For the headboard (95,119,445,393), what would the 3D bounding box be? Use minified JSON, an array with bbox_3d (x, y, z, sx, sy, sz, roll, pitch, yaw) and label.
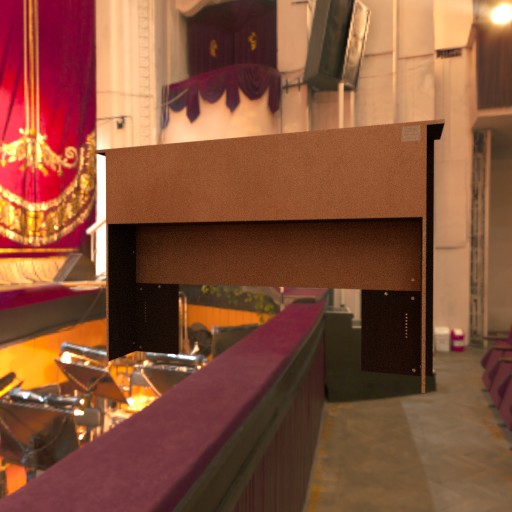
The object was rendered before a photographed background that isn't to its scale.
[{"bbox_3d":[0.000,0.000,2.160,1.671,1.092,0.279,0,1,19],"label":"headboard"}]
